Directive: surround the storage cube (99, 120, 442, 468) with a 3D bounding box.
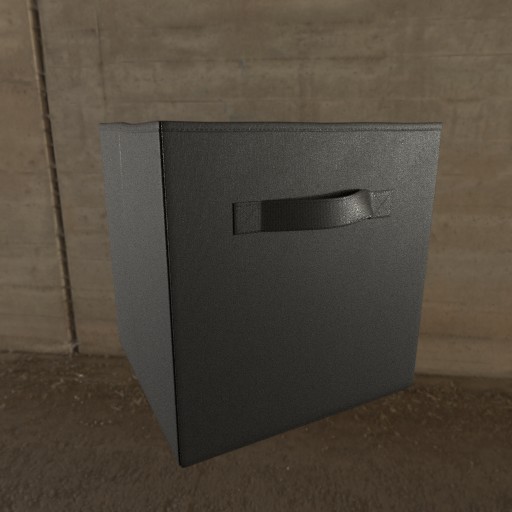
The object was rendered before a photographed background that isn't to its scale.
[{"bbox_3d":[0.000,0.000,0.486,0.270,0.280,0.270,-8,18,-26],"label":"storage cube"}]
